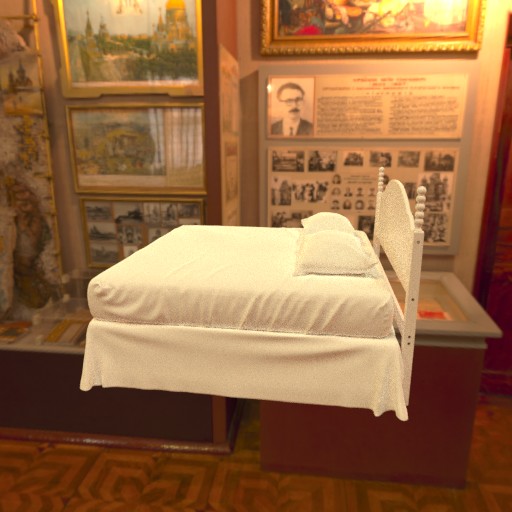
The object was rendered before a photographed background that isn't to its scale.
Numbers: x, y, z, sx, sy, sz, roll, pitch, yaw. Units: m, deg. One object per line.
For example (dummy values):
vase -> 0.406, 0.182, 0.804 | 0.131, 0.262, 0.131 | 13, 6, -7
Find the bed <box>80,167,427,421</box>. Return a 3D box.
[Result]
bed -> 0.000, 0.000, 3.657 | 2.219, 1.355, 2.322 | 2, 15, 8
